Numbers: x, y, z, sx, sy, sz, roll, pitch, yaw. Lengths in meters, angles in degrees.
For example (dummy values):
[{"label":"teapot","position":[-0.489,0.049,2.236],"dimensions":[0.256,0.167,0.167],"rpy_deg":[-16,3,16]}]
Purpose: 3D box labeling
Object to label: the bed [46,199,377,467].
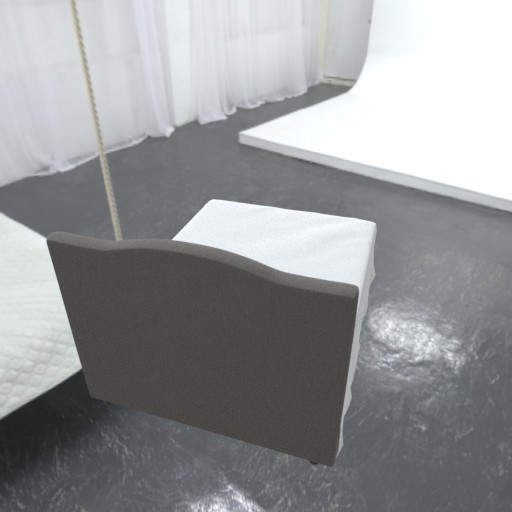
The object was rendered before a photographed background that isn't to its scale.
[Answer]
[{"label":"bed","position":[0.000,0.000,3.454],"dimensions":[1.821,1.436,2.282],"rpy_deg":[10,34,15]}]
